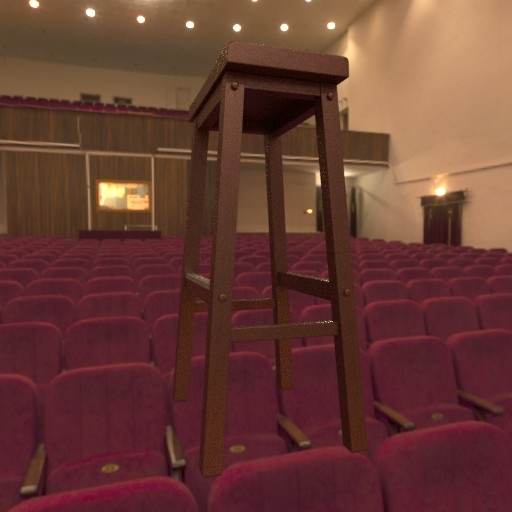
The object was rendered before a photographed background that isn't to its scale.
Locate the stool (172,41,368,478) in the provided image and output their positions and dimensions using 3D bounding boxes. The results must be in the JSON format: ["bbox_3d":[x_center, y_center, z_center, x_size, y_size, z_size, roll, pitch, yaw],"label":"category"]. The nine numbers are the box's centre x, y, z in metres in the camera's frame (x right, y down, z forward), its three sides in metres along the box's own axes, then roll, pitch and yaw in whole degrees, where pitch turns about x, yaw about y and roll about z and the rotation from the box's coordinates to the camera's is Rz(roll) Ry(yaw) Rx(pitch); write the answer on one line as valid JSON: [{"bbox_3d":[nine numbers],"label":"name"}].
[{"bbox_3d":[0.000,0.000,0.983,0.322,0.742,0.406,-1,2,-18],"label":"stool"}]
